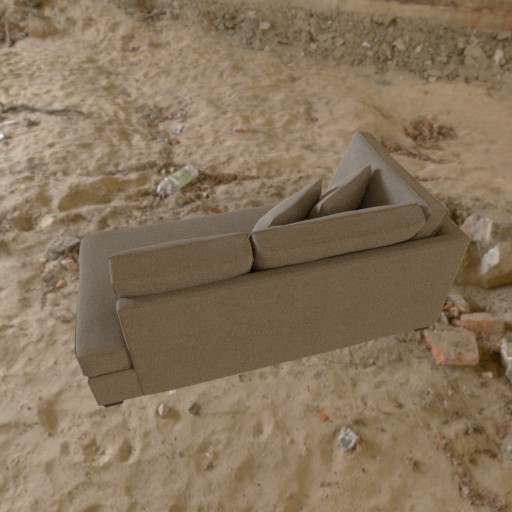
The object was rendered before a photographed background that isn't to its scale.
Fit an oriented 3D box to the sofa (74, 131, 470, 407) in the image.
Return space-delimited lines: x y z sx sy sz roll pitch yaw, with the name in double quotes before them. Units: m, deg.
"sofa" 0.000 0.000 2.865 2.238 1.019 1.110 -11 43 -12
